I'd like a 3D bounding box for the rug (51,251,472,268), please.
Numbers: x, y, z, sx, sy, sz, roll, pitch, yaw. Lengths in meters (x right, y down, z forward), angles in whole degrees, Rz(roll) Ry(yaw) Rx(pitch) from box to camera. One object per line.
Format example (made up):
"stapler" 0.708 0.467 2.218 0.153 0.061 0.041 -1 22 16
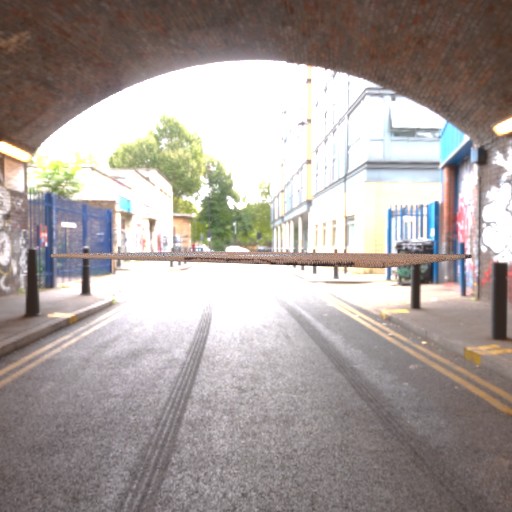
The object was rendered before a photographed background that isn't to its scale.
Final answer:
"rug" 0.000 0.000 2.330 1.847 0.020 1.238 1 2 37
